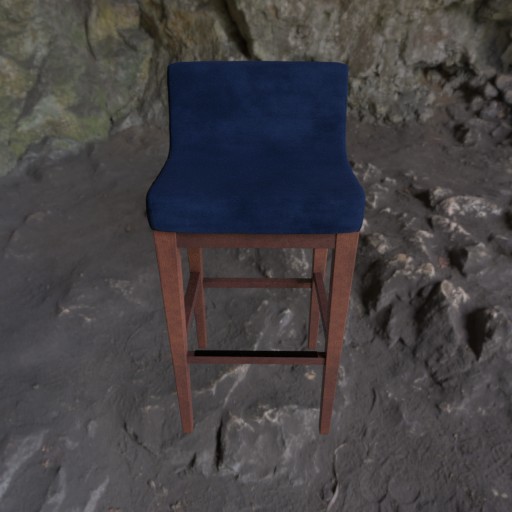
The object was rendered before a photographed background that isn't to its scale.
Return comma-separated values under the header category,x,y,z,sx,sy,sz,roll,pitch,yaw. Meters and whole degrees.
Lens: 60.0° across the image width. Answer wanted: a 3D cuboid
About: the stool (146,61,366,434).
category,x,y,z,sx,sy,sz,roll,pitch,yaw
stool,0.000,0.000,1.331,0.511,1.037,0.500,0,30,1
